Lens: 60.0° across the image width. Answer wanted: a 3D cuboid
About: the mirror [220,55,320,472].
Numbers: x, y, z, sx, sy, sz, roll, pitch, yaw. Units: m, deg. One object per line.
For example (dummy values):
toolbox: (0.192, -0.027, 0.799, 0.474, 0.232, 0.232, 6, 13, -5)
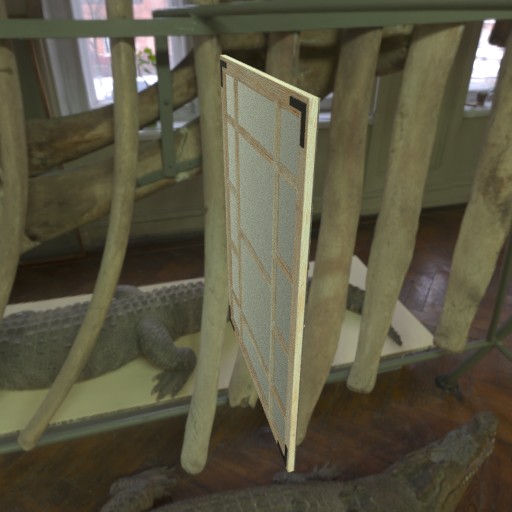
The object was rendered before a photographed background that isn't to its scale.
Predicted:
mirror: (0.000, 0.000, 1.279, 0.025, 0.996, 0.705, -8, 31, -14)
